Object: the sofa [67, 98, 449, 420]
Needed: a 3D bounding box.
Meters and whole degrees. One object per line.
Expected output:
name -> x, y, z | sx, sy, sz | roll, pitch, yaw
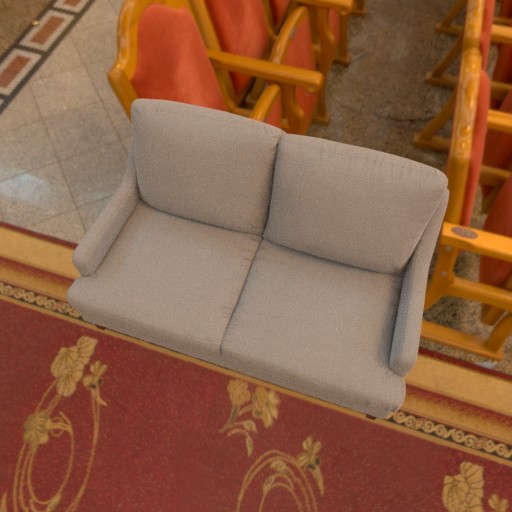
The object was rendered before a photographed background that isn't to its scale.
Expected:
sofa -> 0.000, 0.000, 2.122 | 1.589, 0.921, 0.987 | 16, 60, 9
